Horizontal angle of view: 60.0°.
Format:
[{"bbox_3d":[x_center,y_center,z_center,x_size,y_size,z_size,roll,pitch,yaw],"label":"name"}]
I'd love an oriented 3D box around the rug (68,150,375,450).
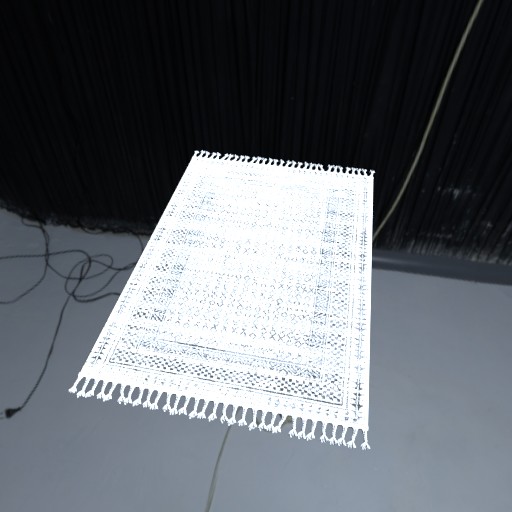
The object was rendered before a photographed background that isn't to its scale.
[{"bbox_3d":[0.000,0.000,2.385,1.243,0.013,1.872,8,46,8],"label":"rug"}]
